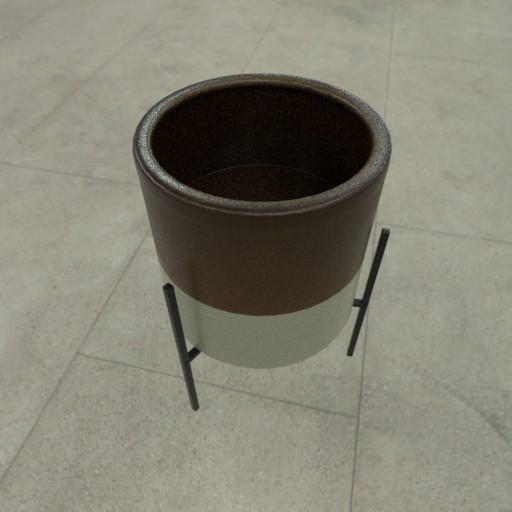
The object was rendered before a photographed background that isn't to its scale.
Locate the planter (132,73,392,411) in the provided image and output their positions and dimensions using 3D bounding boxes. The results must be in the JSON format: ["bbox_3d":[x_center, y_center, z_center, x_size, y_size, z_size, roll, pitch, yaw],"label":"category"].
[{"bbox_3d":[0.000,0.000,0.567,0.255,0.375,0.269,-16,49,-15],"label":"planter"}]
